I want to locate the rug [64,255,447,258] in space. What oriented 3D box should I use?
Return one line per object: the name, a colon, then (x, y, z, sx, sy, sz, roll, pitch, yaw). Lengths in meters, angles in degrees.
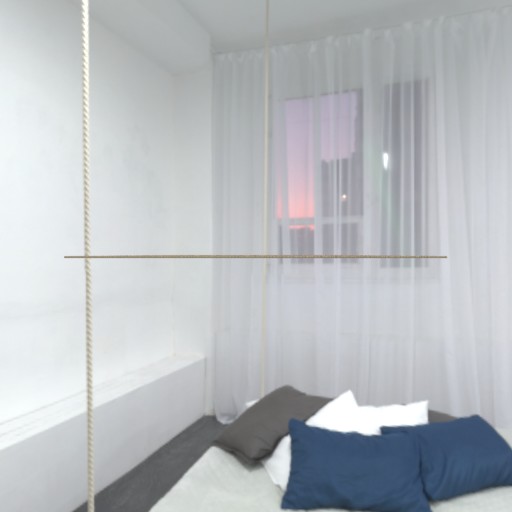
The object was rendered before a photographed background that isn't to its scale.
rug: (0.000, 0.000, 2.879, 1.522, 0.008, 2.284, 0, 0, 0)
